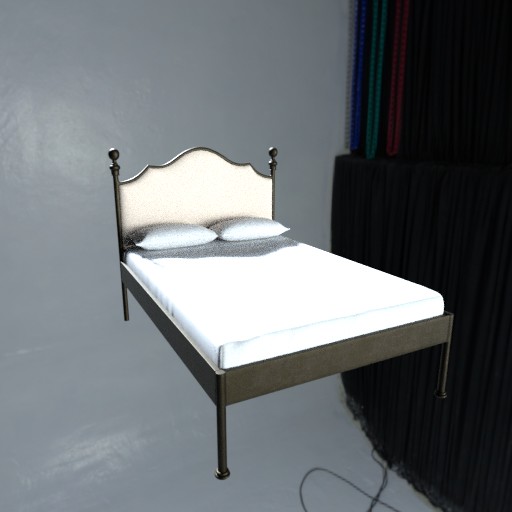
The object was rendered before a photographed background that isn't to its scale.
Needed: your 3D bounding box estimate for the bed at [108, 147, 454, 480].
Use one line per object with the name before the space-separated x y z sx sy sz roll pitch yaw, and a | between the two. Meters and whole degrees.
bed | 0.000 0.000 3.102 1.533 1.462 2.170 -7 16 -27
